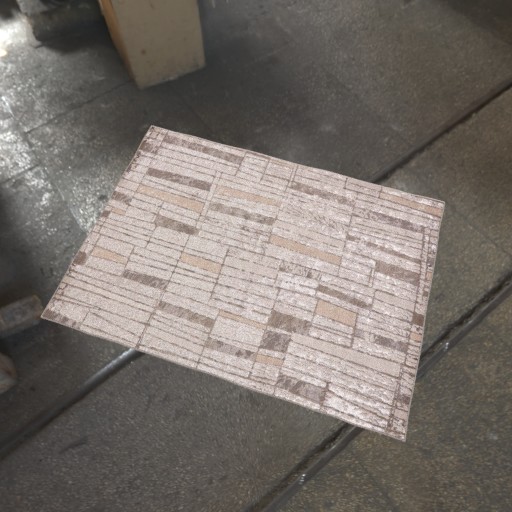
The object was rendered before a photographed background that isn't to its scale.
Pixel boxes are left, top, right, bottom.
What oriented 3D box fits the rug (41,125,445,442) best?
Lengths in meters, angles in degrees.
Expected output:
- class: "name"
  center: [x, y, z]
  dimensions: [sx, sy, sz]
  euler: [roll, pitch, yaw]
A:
- class: "rug"
  center: [0.000, 0.000, 4.340]
  dimensions: [3.357, 0.019, 2.449]
  euler: [17, 64, 8]
